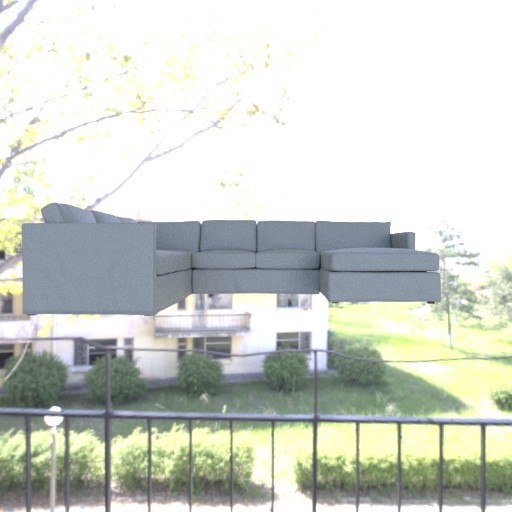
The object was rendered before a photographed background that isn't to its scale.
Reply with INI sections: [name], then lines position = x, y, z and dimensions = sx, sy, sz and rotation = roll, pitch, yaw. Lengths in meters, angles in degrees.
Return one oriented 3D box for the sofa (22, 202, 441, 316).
[sofa]
position = 0.000, 0.000, 4.473
dimensions = 3.460, 0.882, 2.427
rotation = 0, 1, 2
